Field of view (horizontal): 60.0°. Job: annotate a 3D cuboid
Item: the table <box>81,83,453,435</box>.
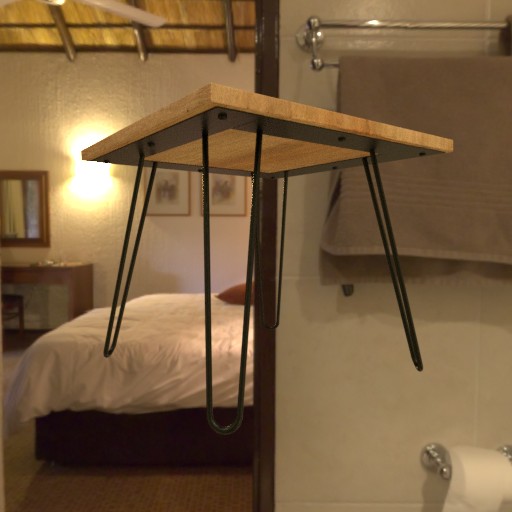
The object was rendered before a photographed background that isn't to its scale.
[{"bbox_3d":[0.000,0.000,1.012,0.599,0.500,0.599,-2,4,-37],"label":"table"}]
